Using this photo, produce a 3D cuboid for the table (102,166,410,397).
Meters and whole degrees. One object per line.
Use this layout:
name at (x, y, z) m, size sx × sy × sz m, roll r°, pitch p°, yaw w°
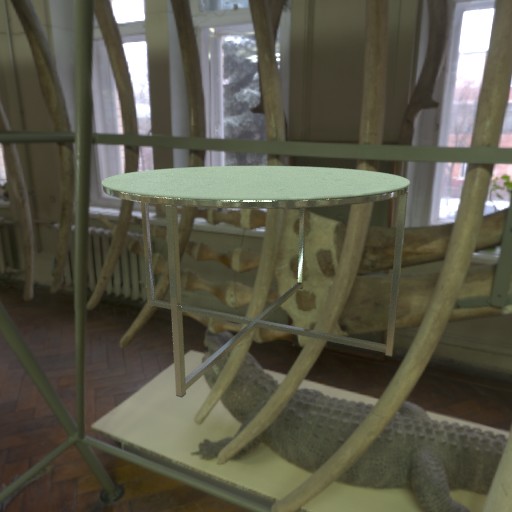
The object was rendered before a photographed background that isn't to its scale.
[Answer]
table at (0.000, 0.000, 1.273) m, size 0.800 × 0.450 × 0.800 m, roll 0°, pitch 16°, yaw 0°
